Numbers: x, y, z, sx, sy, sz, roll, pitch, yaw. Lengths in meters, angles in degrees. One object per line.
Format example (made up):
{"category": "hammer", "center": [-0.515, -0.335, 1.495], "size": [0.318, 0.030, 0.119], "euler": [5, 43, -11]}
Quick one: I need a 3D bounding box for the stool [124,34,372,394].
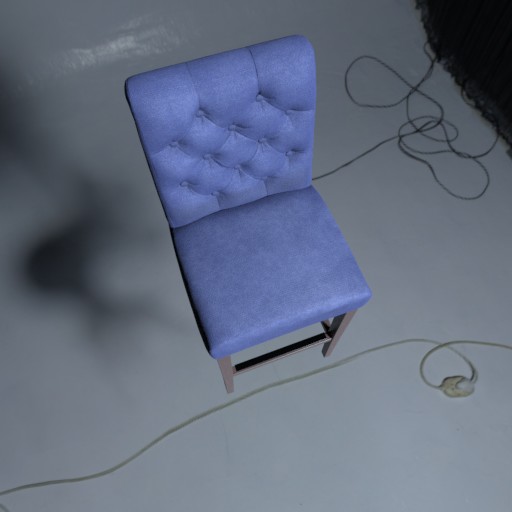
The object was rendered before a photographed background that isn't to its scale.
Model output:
{"category": "stool", "center": [0.000, 0.000, 1.445], "size": [0.493, 1.140, 0.601], "euler": [-18, 65, -9]}
